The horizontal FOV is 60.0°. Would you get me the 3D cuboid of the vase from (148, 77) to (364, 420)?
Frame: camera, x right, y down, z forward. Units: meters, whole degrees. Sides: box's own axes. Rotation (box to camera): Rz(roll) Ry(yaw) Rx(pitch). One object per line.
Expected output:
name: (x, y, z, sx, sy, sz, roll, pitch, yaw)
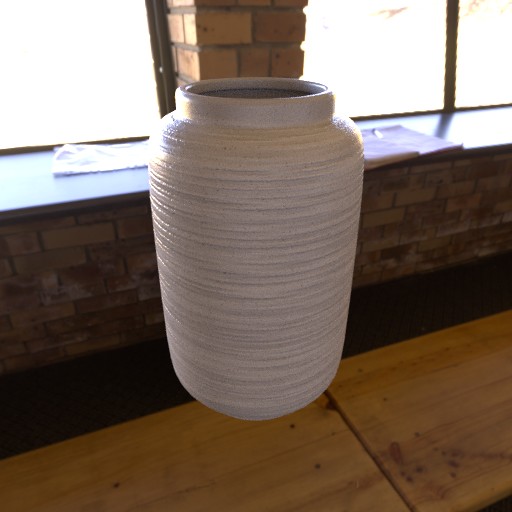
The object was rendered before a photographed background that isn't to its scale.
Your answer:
vase: (0.000, 0.000, 0.466, 0.202, 0.335, 0.202, 0, 29, 0)
